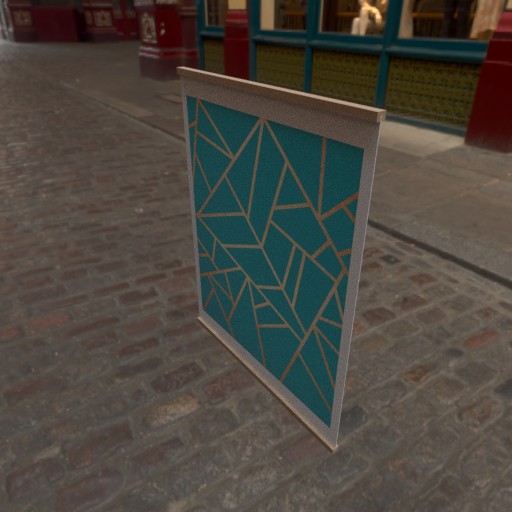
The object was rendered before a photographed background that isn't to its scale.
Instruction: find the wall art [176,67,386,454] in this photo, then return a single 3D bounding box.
[{"bbox_3d":[0.000,0.000,0.693,0.012,0.508,0.405,-21,36,-31],"label":"wall art"}]
